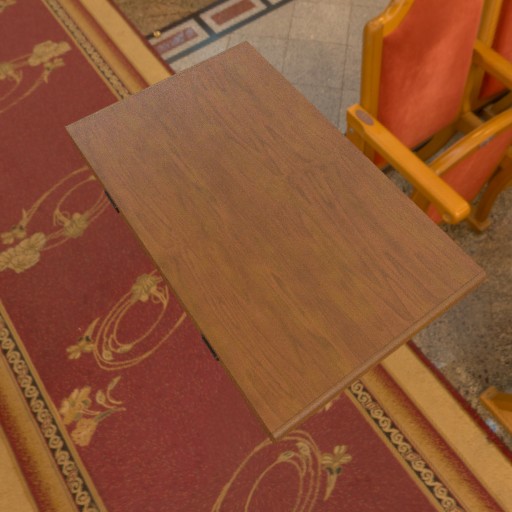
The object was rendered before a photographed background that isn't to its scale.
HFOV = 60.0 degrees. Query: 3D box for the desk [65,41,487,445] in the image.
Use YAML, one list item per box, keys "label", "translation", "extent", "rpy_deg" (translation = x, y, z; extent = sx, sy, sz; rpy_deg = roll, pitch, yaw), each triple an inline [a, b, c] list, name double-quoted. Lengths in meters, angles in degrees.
- label: "desk"
  translation: [0.000, 0.000, 1.543]
  extent: [0.660, 0.754, 1.066]
  rpy_deg: [-32, 68, -15]
